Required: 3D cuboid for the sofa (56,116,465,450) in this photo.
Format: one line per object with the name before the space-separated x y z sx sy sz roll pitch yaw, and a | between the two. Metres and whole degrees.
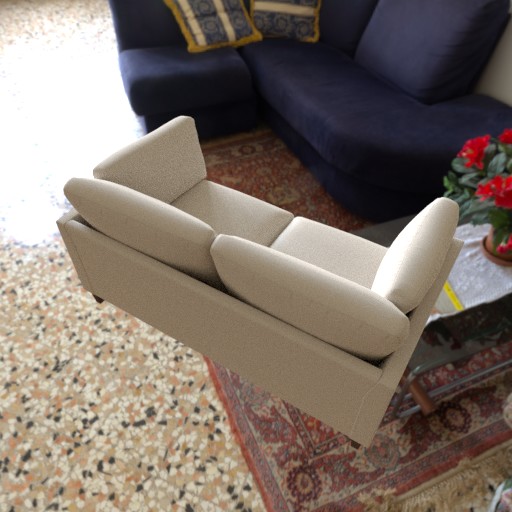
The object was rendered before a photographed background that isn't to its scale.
sofa | 0.000 0.000 2.290 1.776 0.836 0.970 23 50 22
